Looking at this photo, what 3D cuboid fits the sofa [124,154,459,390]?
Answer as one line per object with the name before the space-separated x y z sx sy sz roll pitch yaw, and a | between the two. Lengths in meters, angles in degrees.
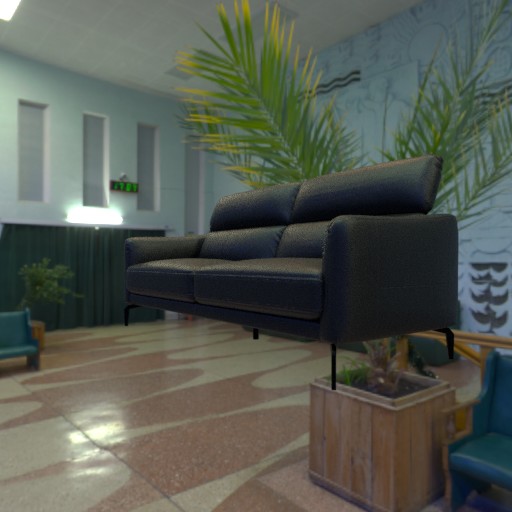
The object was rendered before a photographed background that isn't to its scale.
sofa | 0.000 0.000 2.552 0.856 0.957 2.069 0 -1 -38
